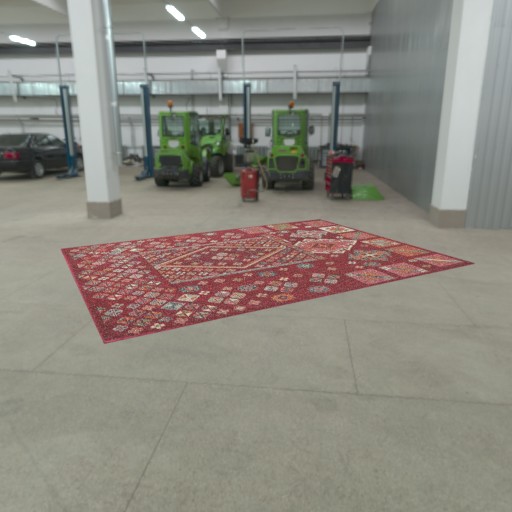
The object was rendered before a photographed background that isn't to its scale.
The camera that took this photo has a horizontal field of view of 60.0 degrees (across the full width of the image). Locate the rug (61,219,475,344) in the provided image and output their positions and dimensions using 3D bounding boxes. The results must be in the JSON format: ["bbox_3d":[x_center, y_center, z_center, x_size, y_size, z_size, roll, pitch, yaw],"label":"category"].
[{"bbox_3d":[0.000,0.000,2.862,2.184,0.007,1.579,-9,18,-27],"label":"rug"}]
